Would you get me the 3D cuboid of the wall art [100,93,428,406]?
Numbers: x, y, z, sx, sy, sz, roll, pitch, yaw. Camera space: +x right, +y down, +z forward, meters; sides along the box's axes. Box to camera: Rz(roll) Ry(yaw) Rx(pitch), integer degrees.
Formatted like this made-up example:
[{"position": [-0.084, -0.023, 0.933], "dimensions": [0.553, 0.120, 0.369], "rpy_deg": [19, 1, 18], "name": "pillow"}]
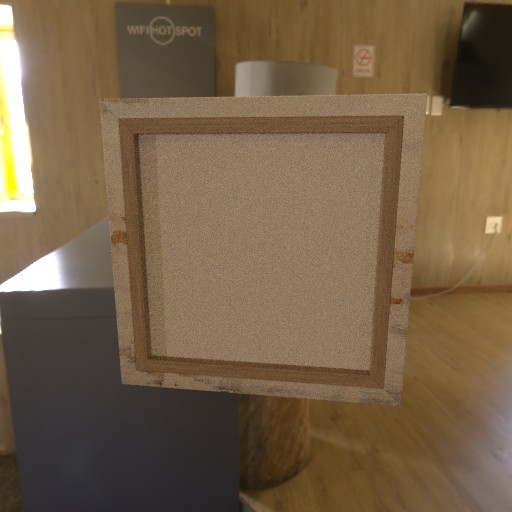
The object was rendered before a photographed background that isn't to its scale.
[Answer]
[{"position": [0.000, 0.000, 1.114], "dimensions": [0.753, 0.755, 0.038], "rpy_deg": [2, 14, 8], "name": "wall art"}]
